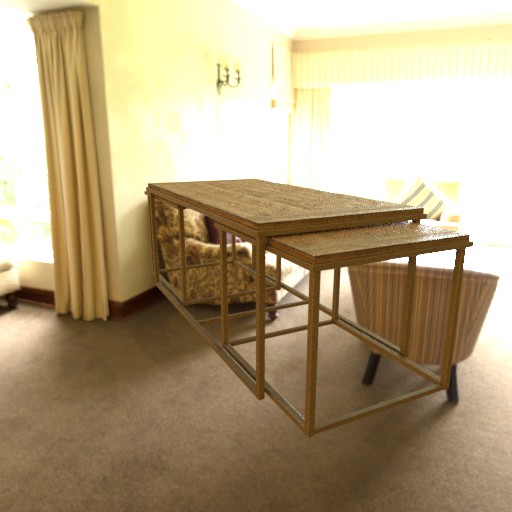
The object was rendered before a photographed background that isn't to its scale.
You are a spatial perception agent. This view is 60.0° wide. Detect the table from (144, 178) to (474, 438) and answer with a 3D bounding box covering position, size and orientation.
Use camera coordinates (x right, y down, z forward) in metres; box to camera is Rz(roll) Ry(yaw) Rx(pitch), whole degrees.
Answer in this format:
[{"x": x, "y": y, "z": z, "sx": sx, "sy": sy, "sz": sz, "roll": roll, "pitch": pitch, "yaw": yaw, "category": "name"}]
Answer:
[{"x": 0.000, "y": 0.000, "z": 1.505, "sx": 0.489, "sy": 0.427, "sz": 1.312, "roll": -7, "pitch": 17, "yaw": -26, "category": "table"}]
